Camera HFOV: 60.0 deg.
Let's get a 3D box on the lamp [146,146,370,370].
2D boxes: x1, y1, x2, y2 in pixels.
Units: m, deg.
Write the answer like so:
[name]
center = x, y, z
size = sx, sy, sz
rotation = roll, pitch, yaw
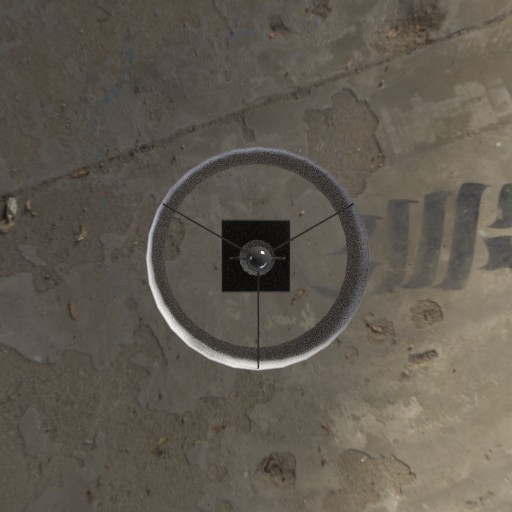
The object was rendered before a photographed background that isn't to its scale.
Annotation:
[lamp]
center = 0.000, 0.000, 0.795
size = 0.320, 0.591, 0.320
rotation = 0, 91, -1
